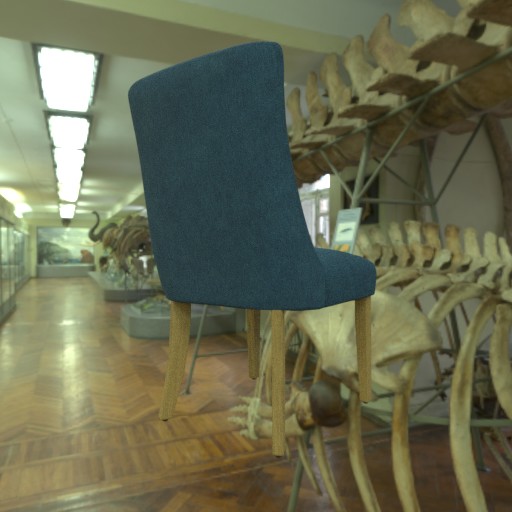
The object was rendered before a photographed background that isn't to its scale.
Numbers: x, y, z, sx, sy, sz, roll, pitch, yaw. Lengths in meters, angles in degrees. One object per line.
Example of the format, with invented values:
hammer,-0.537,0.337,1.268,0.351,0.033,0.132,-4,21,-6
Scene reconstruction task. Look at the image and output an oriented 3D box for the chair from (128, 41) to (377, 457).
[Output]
chair,0.000,0.000,1.248,0.495,0.902,0.609,1,1,36
